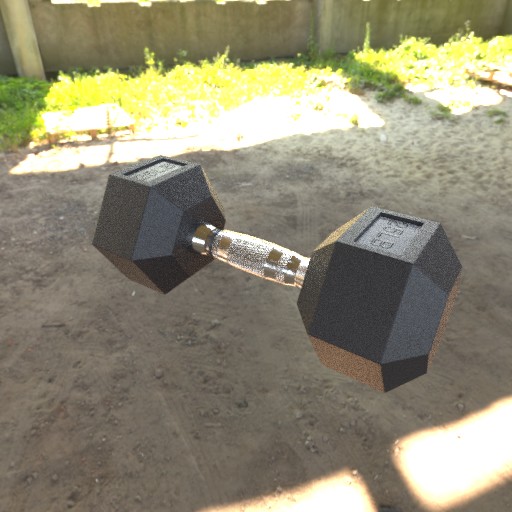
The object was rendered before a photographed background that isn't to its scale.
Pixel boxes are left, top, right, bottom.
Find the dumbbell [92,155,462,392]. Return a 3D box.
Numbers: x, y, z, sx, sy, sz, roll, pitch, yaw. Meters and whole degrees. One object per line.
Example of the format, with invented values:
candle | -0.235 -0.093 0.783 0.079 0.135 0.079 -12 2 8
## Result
dumbbell | 0.000 0.000 0.383 0.315 0.113 0.129 19 36 28
